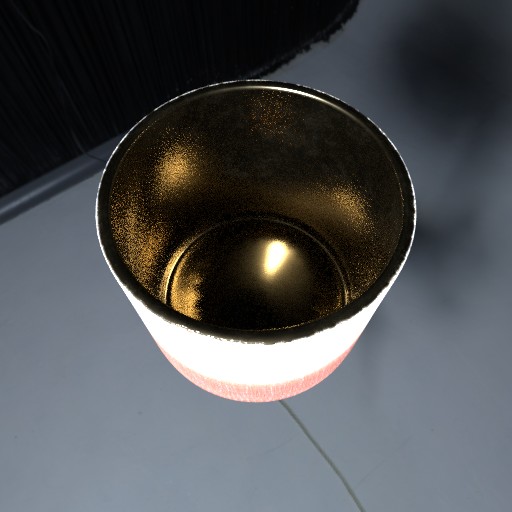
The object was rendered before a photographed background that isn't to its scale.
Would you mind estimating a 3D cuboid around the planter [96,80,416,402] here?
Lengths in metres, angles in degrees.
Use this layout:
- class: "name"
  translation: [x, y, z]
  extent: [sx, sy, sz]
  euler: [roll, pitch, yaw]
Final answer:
- class: "planter"
  translation: [0.000, 0.000, 0.313]
  extent: [0.178, 0.157, 0.178]
  euler: [0, 62, 0]
